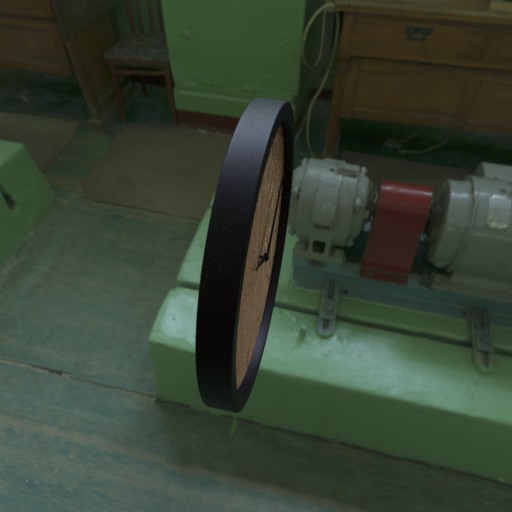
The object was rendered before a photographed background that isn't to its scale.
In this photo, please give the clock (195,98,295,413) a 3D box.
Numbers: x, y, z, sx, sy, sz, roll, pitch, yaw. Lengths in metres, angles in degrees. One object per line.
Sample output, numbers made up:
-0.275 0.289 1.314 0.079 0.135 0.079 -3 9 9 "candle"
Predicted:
0.000 0.000 0.467 0.029 0.314 0.314 9 48 8 "clock"
